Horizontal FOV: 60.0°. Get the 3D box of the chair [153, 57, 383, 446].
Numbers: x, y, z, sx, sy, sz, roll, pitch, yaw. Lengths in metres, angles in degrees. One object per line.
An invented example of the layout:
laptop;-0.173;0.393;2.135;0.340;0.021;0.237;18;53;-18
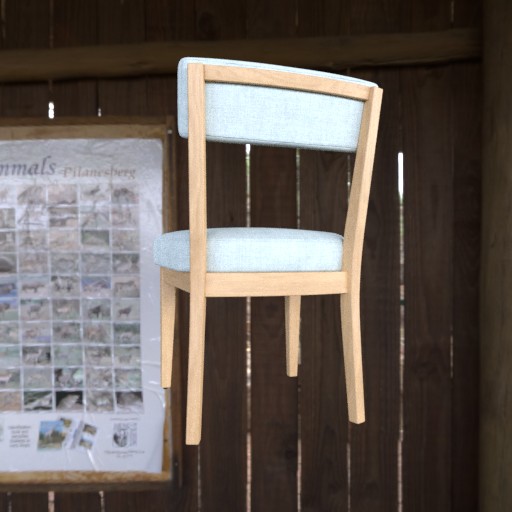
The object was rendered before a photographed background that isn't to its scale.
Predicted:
chair;0.000;0.000;1.209;0.508;0.832;0.572;0;0;-18
